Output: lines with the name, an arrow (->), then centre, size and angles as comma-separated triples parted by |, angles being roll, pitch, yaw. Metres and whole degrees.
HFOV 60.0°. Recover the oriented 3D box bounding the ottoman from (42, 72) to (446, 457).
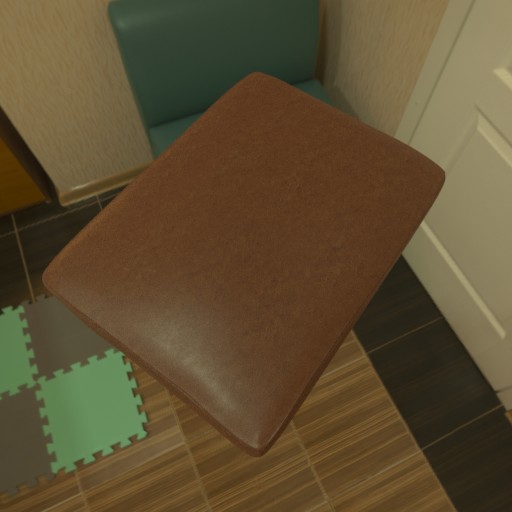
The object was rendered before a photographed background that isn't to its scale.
ottoman -> 0.000, 0.000, 1.240 | 0.650, 0.485, 0.851 | 33, 68, 15
